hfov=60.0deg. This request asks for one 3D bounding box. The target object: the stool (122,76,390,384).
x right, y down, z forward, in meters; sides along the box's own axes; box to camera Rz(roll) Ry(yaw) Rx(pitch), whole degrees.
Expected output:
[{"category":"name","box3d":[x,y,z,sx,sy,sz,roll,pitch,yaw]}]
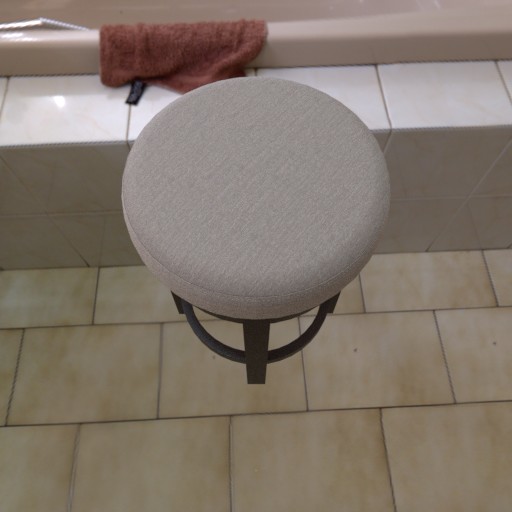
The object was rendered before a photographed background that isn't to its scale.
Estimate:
[{"category":"stool","box3d":[0.000,0.000,0.984,0.443,0.672,0.443,0,64,0]}]
